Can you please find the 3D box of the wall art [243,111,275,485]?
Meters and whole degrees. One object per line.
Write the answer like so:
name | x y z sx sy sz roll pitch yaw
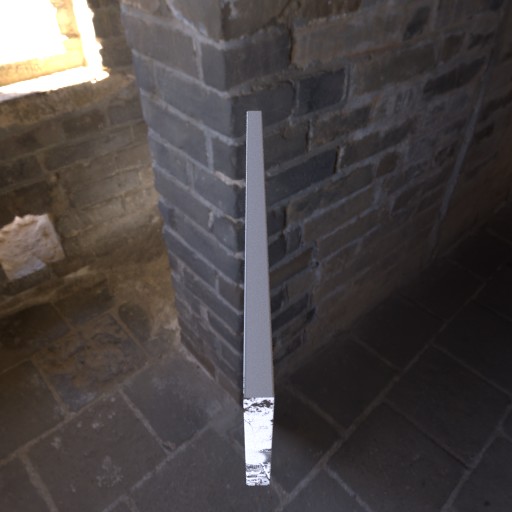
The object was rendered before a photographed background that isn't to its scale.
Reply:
wall art | 0.000 0.000 0.879 0.036 0.256 0.766 0 42 0
